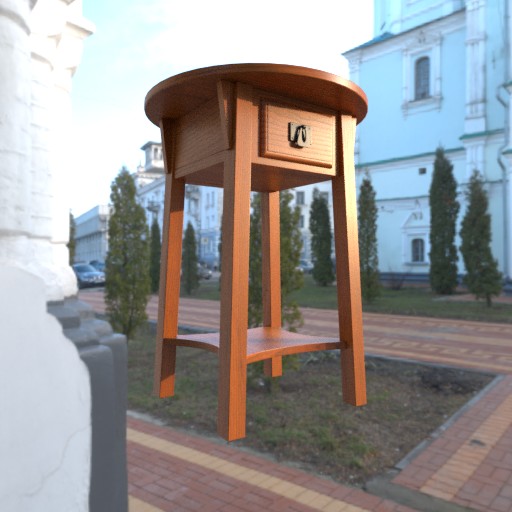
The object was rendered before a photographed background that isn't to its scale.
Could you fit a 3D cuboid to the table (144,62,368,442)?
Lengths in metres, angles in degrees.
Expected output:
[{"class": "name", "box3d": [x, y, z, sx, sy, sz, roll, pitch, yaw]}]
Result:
[{"class": "table", "box3d": [0.000, 0.000, 0.928, 0.457, 0.610, 0.457, 0, -1, 0]}]
